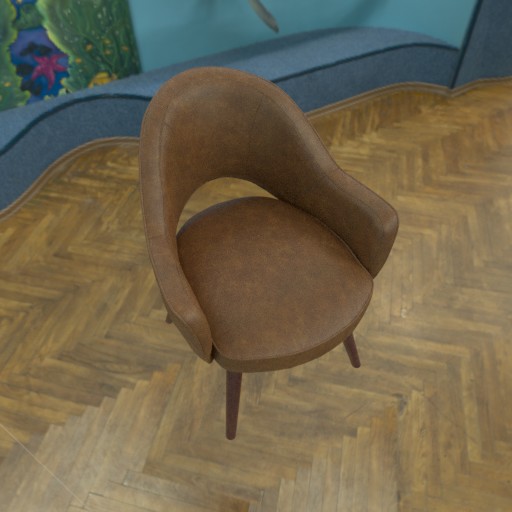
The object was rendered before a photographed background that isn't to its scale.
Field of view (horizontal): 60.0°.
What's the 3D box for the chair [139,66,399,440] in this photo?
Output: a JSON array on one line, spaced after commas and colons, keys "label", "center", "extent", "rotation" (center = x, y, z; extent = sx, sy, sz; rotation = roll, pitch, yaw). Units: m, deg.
[{"label": "chair", "center": [0.000, 0.000, 1.198], "extent": [0.591, 0.777, 0.640], "rotation": [-23, 51, -20]}]
